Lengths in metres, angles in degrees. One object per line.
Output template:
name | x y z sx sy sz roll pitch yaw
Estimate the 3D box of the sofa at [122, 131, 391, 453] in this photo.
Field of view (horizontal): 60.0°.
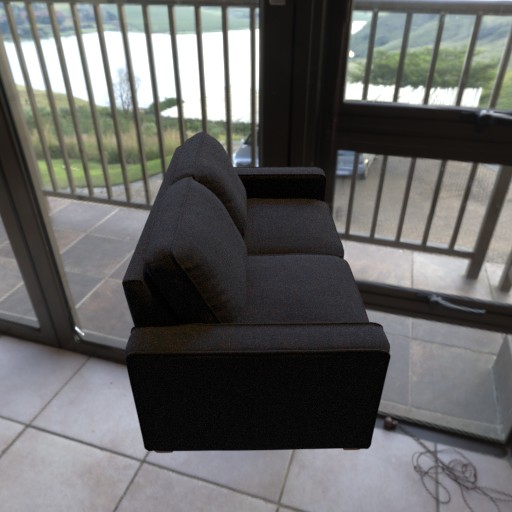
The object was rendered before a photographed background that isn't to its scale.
sofa | 0.000 0.000 2.290 0.947 0.918 1.709 -1 33 -1
